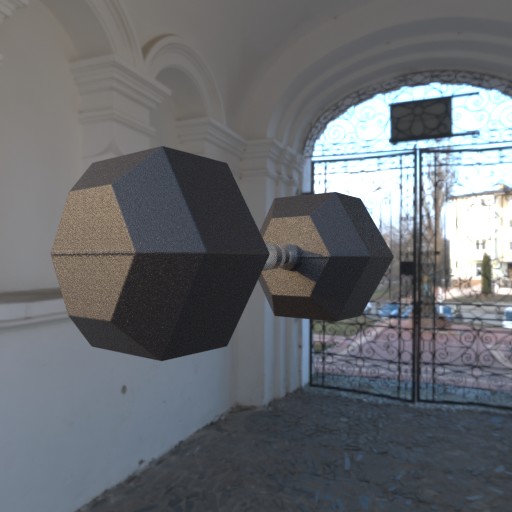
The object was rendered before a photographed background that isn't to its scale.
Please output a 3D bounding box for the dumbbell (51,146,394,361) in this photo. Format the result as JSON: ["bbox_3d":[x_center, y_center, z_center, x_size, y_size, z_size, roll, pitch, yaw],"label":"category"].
[{"bbox_3d":[0.000,0.000,0.462,0.173,0.150,0.384,-1,-1,38],"label":"dumbbell"}]
